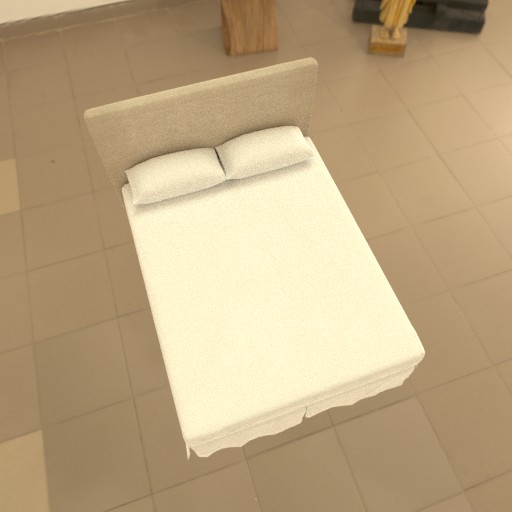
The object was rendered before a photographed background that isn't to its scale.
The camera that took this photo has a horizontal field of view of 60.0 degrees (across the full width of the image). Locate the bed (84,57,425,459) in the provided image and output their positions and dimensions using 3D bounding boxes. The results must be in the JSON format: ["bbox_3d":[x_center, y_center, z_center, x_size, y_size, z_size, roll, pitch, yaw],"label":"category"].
[{"bbox_3d":[0.000,0.000,3.113,1.713,1.330,2.162,-17,63,-9],"label":"bed"}]
